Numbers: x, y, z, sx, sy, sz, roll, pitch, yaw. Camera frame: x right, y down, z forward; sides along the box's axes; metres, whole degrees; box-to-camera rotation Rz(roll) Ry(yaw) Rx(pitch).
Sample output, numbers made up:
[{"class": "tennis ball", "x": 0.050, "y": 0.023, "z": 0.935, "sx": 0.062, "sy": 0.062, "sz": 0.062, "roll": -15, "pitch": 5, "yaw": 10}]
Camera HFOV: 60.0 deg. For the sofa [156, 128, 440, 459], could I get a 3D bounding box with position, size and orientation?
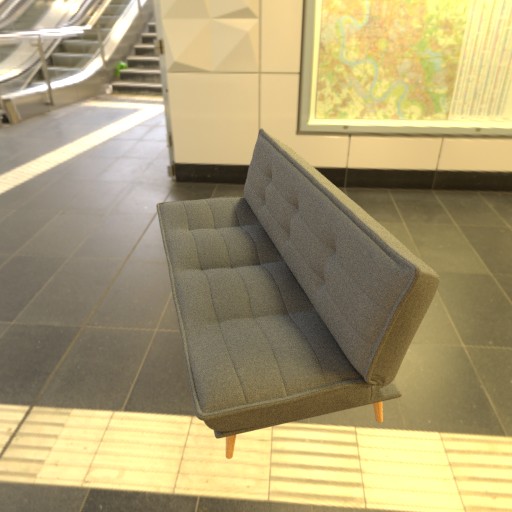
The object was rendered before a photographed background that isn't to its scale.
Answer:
[{"class": "sofa", "x": 0.000, "y": 0.000, "z": 2.416, "sx": 0.950, "sy": 0.890, "sz": 1.940, "roll": -8, "pitch": 31, "yaw": -13}]
